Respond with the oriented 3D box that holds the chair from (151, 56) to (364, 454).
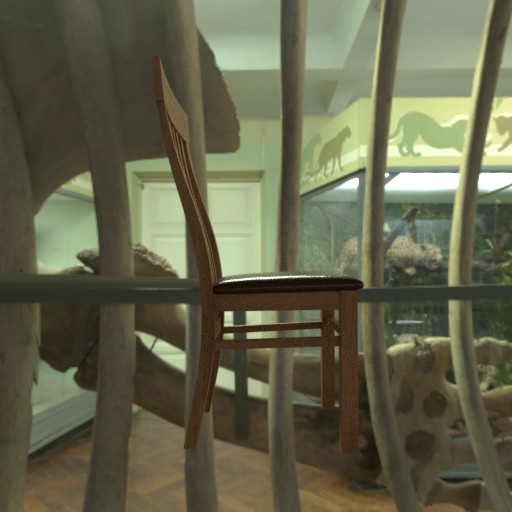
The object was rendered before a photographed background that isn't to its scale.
[{"bbox_3d":[0.000,0.000,1.381,0.580,1.050,0.450,0,-2,1],"label":"chair"}]
